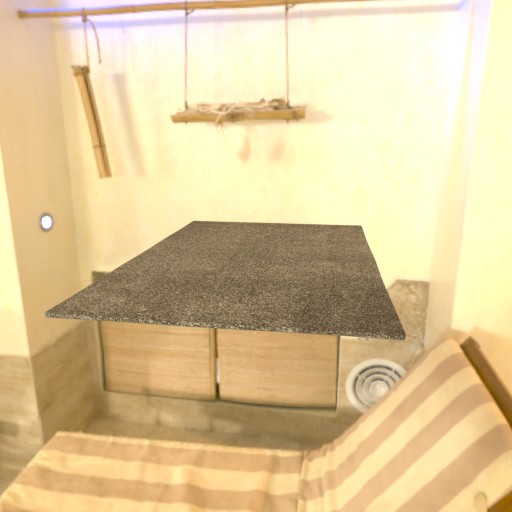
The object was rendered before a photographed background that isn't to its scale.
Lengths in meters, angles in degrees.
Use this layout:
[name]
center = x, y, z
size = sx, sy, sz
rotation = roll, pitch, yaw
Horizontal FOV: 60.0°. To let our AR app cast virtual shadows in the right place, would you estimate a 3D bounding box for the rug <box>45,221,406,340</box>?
[rug]
center = 0.000, 0.000, 3.441
size = 1.802, 0.026, 2.699
rotation = 2, 15, 8
